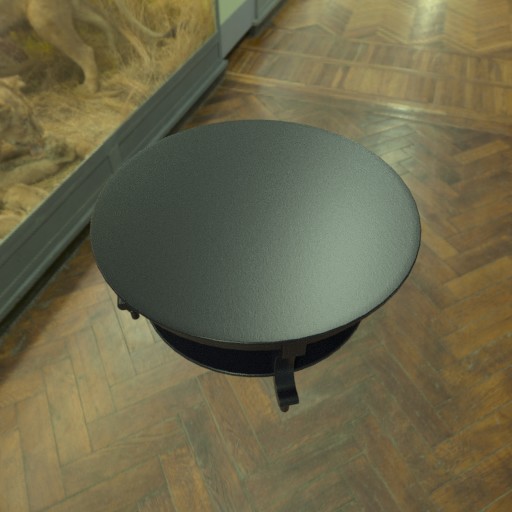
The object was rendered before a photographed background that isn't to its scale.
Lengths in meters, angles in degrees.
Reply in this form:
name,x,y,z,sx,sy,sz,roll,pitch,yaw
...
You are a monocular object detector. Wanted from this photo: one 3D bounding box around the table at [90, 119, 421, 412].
name,x,y,z,sx,sy,sz,roll,pitch,yaw
table,0.000,0.000,1.590,1.029,0.491,1.029,0,47,0
